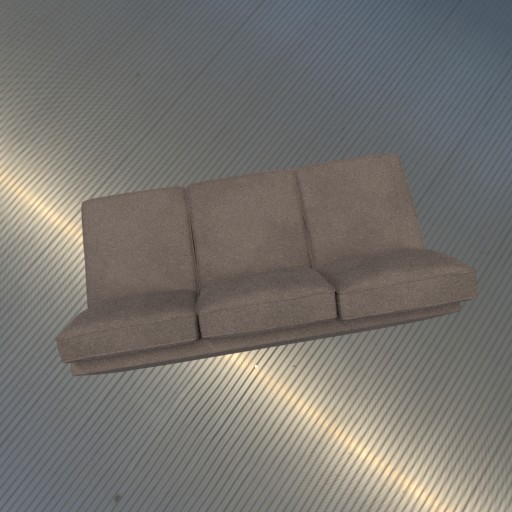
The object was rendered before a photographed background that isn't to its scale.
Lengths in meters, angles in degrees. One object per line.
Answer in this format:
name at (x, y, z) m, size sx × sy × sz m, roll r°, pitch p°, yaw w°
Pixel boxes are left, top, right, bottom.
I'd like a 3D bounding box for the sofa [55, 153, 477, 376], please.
sofa at (0.000, 0.000, 2.535) m, size 1.962 × 0.973 × 1.027 m, roll -9°, pitch 76°, yaw -2°
